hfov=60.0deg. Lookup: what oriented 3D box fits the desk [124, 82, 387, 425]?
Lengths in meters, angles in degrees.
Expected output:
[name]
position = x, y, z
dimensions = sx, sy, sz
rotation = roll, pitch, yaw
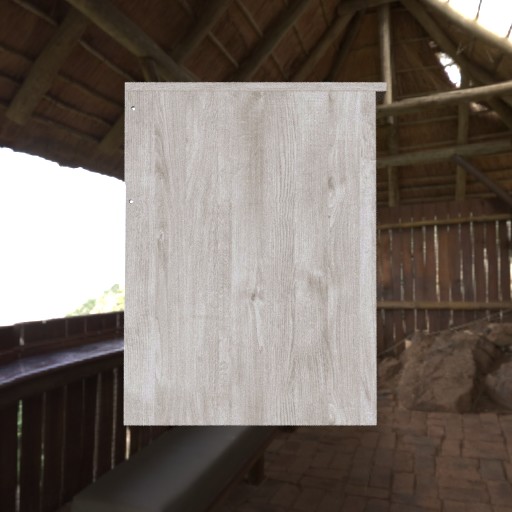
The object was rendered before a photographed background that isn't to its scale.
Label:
[desk]
position = 0.000, 0.000, 1.492
dimensions = 0.560, 0.730, 1.100
rotation = 0, -1, 0
